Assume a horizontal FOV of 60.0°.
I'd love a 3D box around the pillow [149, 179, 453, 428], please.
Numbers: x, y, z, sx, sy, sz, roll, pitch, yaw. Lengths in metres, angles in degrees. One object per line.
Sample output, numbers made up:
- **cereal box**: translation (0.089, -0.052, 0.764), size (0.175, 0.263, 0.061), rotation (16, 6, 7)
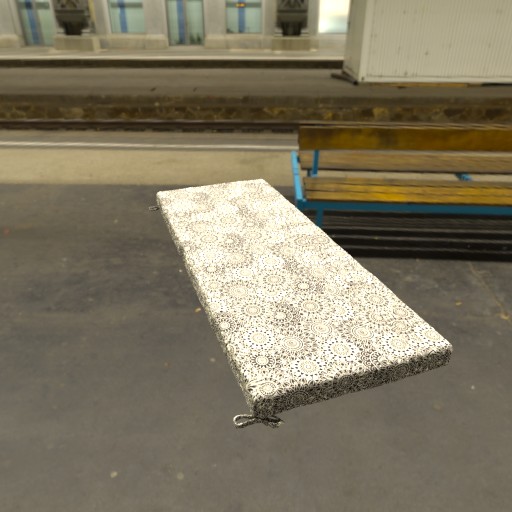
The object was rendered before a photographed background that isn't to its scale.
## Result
- **pillow**: translation (0.000, 0.000, 1.349), size (0.492, 0.081, 1.187), rotation (-10, 31, -18)
